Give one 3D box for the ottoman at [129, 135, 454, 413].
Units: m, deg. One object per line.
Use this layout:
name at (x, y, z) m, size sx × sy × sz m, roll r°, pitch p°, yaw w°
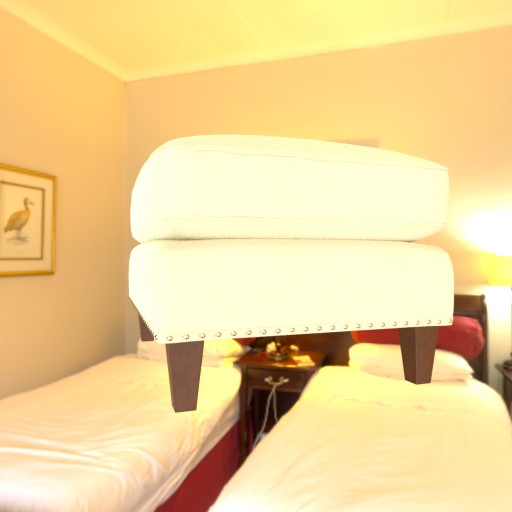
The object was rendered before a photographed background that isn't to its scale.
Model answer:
ottoman at (0.000, 0.000, 1.124) m, size 0.584 × 0.513 × 0.741 m, roll 0°, pitch 0°, yaw -19°
